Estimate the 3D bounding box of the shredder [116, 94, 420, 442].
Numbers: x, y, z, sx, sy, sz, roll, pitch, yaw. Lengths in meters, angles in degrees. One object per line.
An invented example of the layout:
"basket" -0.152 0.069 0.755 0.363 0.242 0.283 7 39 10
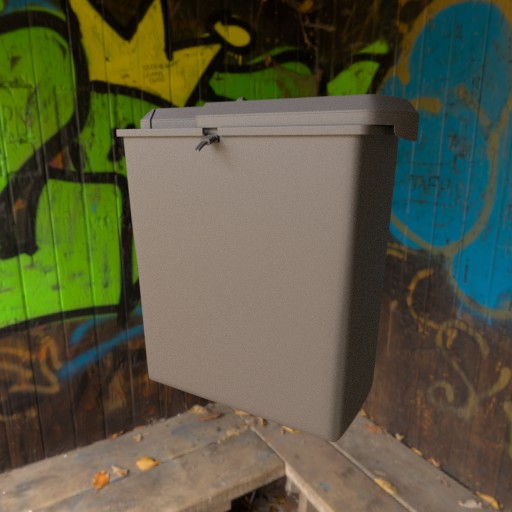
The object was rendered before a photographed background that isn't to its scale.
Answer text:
"shredder" 0.000 0.000 0.502 0.320 0.335 0.170 8 17 29
